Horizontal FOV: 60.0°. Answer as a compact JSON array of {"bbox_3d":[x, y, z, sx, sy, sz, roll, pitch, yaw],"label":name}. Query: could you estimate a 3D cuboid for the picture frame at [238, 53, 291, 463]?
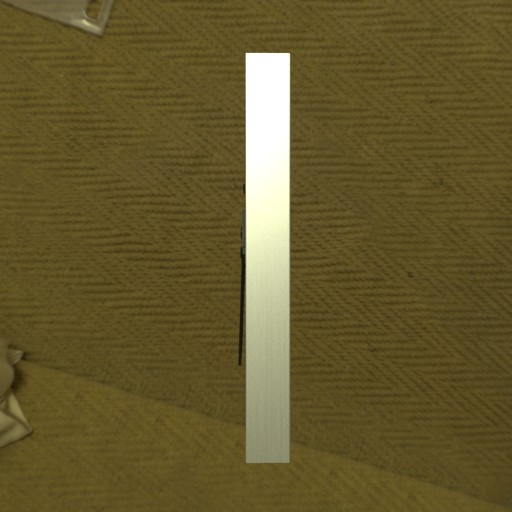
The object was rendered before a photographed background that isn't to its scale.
[{"bbox_3d":[0.000,0.000,0.392,0.036,0.282,0.233,0,91,-1],"label":"picture frame"}]
